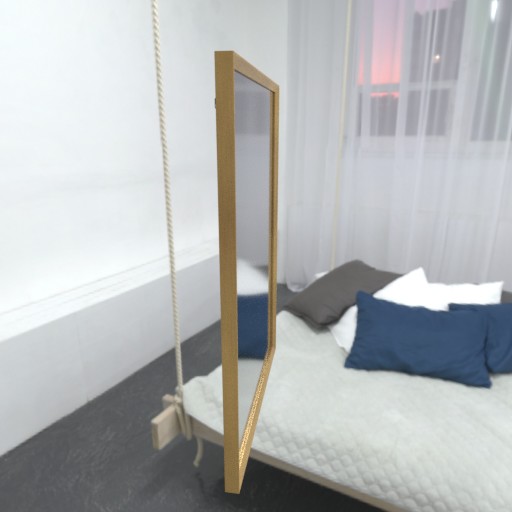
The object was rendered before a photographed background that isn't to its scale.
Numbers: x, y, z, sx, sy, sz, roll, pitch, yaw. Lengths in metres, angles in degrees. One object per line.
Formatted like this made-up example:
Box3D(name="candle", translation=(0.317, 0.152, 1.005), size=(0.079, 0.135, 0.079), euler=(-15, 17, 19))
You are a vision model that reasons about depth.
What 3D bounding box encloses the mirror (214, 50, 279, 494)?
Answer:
Box3D(name="mirror", translation=(0.000, 0.000, 1.327), size=(0.041, 1.016, 0.762), euler=(3, 17, 9))
